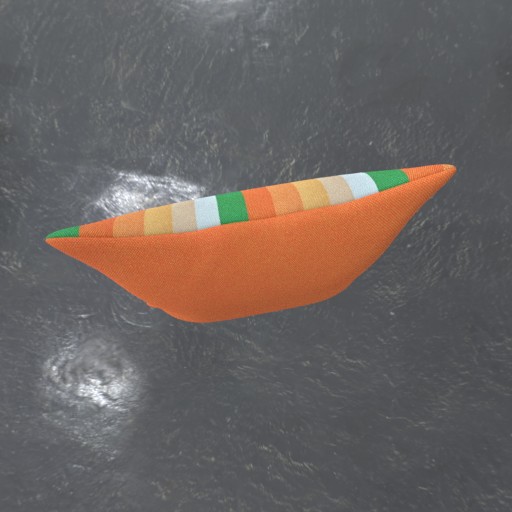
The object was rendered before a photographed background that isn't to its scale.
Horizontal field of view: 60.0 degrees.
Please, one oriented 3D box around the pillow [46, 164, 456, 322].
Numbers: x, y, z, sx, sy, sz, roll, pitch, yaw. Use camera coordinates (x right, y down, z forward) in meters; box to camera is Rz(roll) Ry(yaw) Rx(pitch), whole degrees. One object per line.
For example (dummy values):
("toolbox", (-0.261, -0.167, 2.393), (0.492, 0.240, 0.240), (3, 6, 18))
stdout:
("pillow", (0.000, 0.000, 0.691), (0.453, 0.444, 0.169), (-10, 75, -3))
